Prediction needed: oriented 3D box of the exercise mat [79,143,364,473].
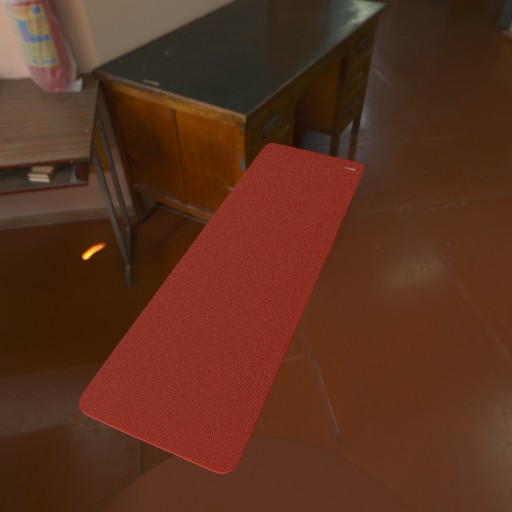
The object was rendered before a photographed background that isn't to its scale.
[{"bbox_3d":[0.000,0.000,2.074,0.616,0.021,1.869,17,49,16],"label":"exercise mat"}]
